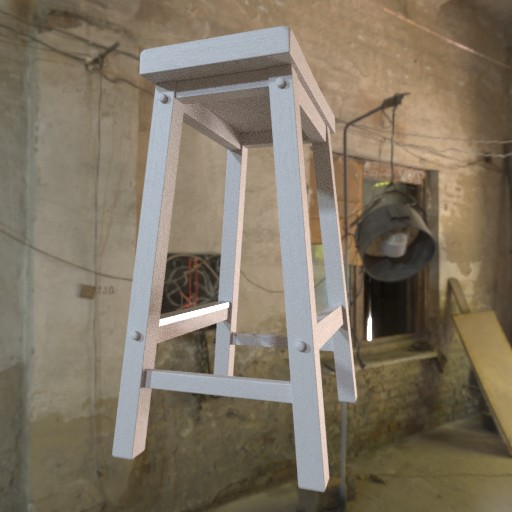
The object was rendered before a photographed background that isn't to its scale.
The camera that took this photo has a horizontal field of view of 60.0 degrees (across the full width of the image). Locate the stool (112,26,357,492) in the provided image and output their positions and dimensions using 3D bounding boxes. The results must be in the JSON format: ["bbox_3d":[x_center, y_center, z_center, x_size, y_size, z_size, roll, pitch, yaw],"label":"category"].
[{"bbox_3d":[0.000,0.000,0.811,0.322,0.610,0.406,0,0,19],"label":"stool"}]
